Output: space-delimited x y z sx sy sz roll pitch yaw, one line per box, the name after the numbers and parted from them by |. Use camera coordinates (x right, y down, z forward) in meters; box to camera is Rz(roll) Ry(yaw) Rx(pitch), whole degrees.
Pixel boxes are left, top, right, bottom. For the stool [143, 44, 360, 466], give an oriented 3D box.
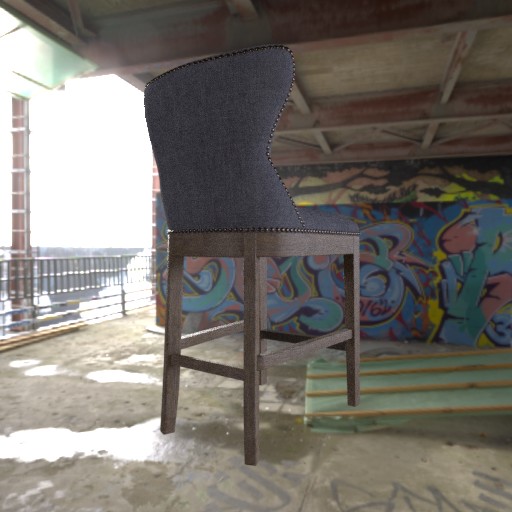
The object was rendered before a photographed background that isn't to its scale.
0.000 0.000 1.318 0.498 0.981 0.608 1 1 36 | stool
